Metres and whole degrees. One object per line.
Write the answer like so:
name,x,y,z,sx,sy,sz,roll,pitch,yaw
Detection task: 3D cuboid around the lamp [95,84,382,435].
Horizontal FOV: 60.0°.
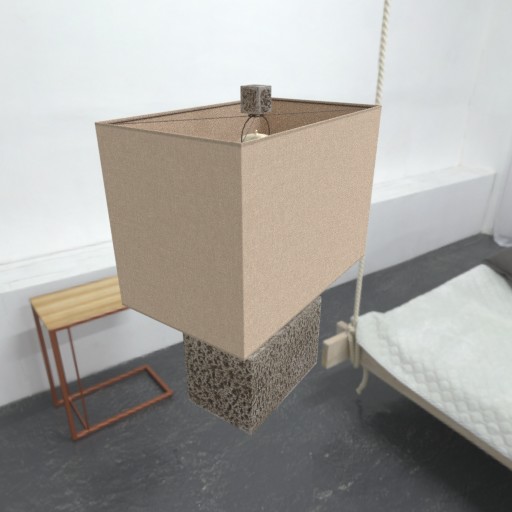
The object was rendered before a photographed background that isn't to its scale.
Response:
lamp,0.000,0.000,0.571,0.180,0.411,0.294,17,30,31
